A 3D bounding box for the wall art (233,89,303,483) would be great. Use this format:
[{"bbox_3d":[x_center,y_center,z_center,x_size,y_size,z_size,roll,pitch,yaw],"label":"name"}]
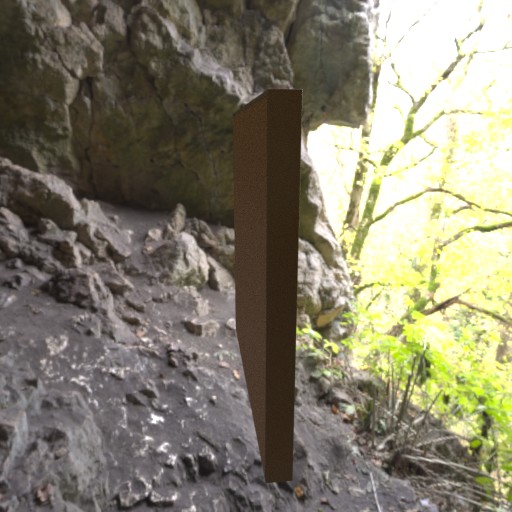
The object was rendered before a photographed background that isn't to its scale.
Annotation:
[{"bbox_3d":[0.000,0.000,0.792,0.038,0.511,0.513,-2,15,-7],"label":"wall art"}]
